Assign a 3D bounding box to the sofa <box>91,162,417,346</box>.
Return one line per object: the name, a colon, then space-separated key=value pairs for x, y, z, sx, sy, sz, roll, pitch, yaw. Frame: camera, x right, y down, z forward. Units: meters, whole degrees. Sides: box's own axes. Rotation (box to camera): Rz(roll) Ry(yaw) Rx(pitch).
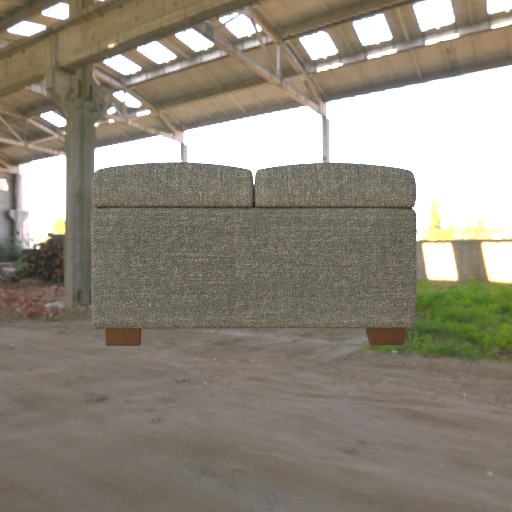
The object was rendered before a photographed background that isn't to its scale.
sofa: x=0.000 y=0.000 z=1.585 sx=0.782 sy=0.417 sz=1.198 roll=0 pitch=-1 yaw=-1
